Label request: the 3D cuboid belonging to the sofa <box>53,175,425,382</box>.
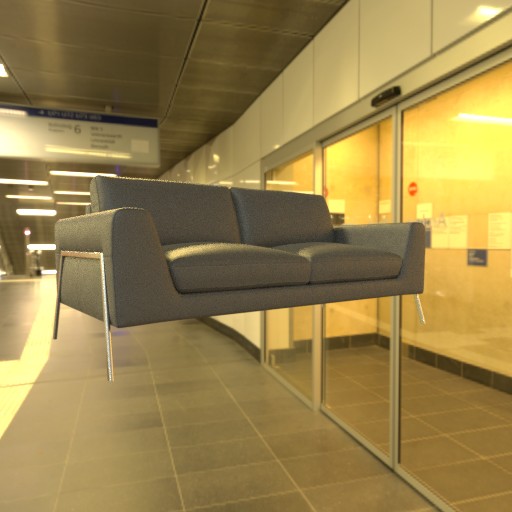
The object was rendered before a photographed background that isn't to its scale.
[{"bbox_3d":[0.000,0.000,2.585,2.017,0.875,0.953,-1,2,-37],"label":"sofa"}]
